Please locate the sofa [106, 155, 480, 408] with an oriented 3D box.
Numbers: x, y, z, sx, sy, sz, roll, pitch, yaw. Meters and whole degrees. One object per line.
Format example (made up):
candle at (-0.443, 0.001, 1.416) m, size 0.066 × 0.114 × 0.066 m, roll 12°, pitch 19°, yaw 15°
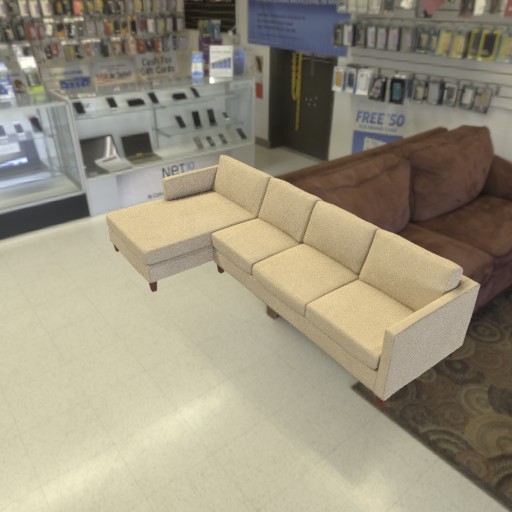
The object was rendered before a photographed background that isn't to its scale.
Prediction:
sofa at (0.000, 0.000, 3.931) m, size 1.625 × 0.846 × 3.186 m, roll -21°, pitch 37°, yaw -30°
